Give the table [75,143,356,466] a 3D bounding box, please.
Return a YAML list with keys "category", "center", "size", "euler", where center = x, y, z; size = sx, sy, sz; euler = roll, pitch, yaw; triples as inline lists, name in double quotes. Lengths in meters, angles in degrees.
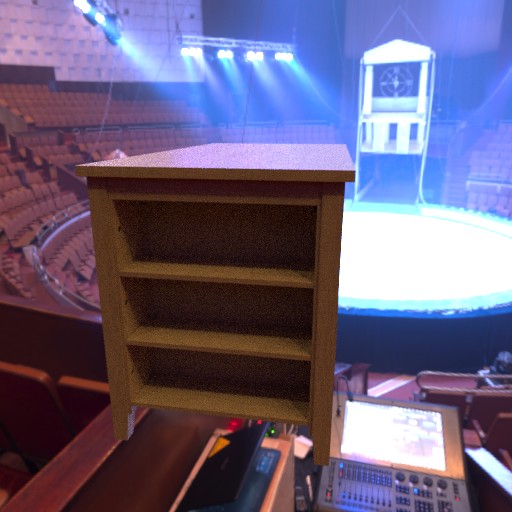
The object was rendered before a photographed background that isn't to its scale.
- category: "table"
  center: [0.000, 0.000, 1.899]
  size: [0.729, 0.874, 1.397]
  euler: [3, 17, 10]
